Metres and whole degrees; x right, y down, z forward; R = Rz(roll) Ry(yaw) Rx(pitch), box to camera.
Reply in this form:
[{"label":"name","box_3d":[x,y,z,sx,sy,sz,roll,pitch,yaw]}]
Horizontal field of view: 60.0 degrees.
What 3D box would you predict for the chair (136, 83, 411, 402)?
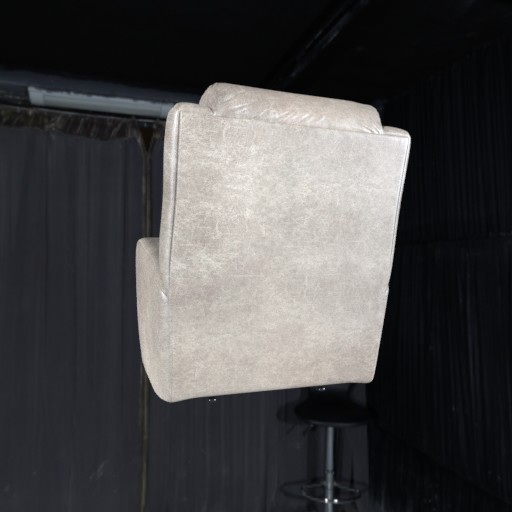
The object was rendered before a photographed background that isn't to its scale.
[{"label":"chair","box_3d":[0.000,0.000,1.946,0.967,1.116,1.068,0,-1,-19]}]
